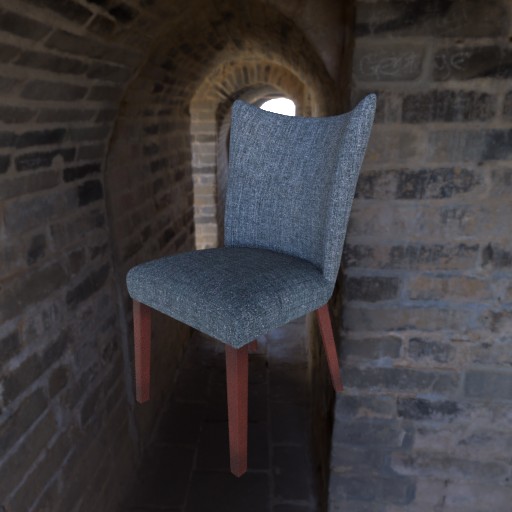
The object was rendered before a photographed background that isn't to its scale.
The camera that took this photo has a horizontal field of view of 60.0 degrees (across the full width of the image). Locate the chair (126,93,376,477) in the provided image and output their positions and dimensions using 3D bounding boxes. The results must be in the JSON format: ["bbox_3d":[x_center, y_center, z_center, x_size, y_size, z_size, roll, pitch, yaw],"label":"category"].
[{"bbox_3d":[0.000,0.000,1.341,0.535,0.924,0.623,15,22,42],"label":"chair"}]
